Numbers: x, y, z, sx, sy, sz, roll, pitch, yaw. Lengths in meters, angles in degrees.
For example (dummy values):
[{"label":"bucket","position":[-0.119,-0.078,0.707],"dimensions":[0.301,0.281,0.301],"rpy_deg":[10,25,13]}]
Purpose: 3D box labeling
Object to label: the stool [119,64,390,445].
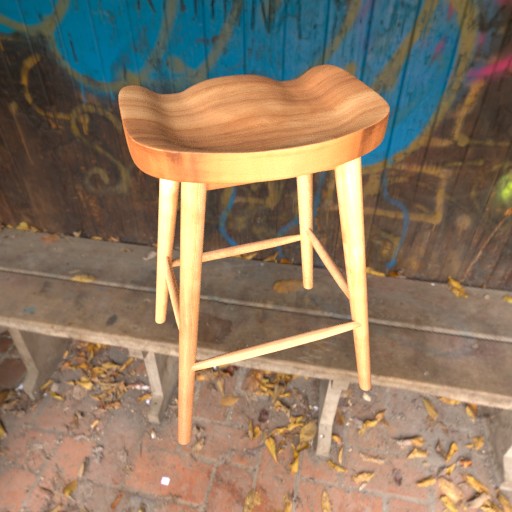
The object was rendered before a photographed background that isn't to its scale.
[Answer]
[{"label":"stool","position":[0.000,0.000,0.877],"dimensions":[0.440,0.615,0.361],"rpy_deg":[-12,42,-13]}]
